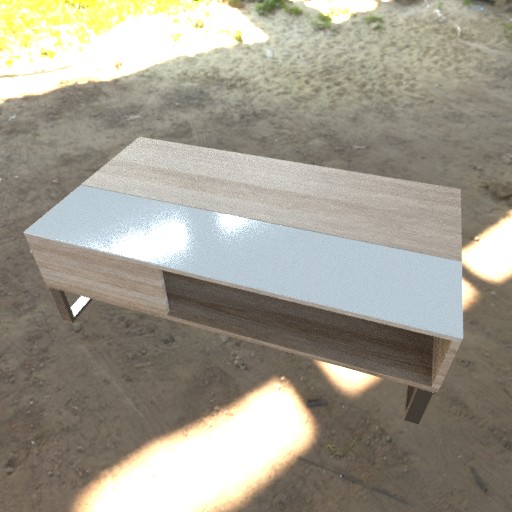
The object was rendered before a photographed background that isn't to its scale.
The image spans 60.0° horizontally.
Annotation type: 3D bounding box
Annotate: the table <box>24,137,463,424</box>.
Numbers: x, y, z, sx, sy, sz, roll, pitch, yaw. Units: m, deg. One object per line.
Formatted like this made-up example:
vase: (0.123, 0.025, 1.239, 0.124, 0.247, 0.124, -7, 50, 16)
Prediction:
table: (0.000, 0.000, 1.369, 1.100, 0.350, 0.600, 13, 42, 14)
